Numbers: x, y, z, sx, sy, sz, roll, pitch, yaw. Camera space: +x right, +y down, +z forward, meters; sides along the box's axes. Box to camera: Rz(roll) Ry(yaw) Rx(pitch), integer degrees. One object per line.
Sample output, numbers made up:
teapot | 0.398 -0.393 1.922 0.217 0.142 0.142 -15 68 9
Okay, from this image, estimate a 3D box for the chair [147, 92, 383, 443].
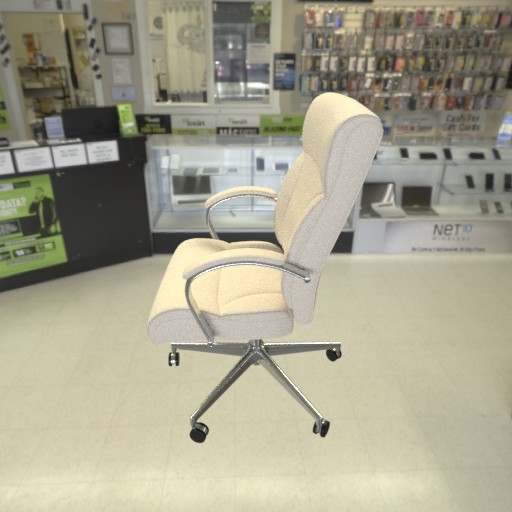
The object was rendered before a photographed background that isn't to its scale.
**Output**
chair | 0.000 0.000 1.616 0.745 1.099 0.727 0 25 0
